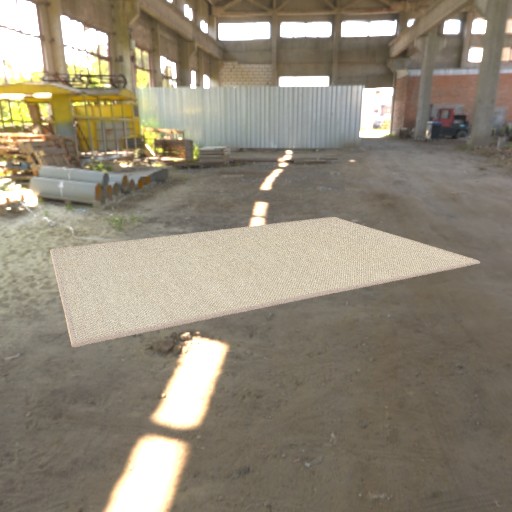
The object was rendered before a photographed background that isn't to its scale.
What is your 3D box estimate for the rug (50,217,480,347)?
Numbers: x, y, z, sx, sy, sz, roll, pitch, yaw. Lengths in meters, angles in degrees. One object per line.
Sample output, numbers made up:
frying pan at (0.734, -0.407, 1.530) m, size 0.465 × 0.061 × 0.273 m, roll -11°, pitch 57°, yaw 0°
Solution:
rug at (0.000, 0.000, 2.034) m, size 1.676 × 0.013 × 1.067 m, roll -8°, pitch 19°, yaw -26°
